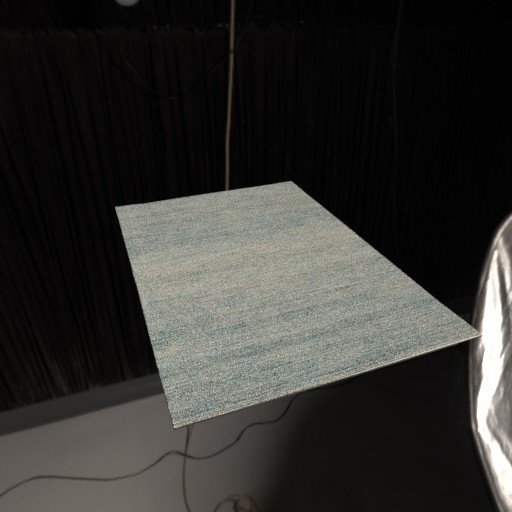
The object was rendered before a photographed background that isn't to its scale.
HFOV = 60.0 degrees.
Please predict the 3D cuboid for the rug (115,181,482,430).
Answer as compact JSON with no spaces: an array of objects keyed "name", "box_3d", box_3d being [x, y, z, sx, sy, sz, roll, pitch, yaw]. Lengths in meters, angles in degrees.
[{"name":"rug","box_3d":[0.000,0.000,5.172,2.802,0.052,4.078,-11,32,-18]}]
